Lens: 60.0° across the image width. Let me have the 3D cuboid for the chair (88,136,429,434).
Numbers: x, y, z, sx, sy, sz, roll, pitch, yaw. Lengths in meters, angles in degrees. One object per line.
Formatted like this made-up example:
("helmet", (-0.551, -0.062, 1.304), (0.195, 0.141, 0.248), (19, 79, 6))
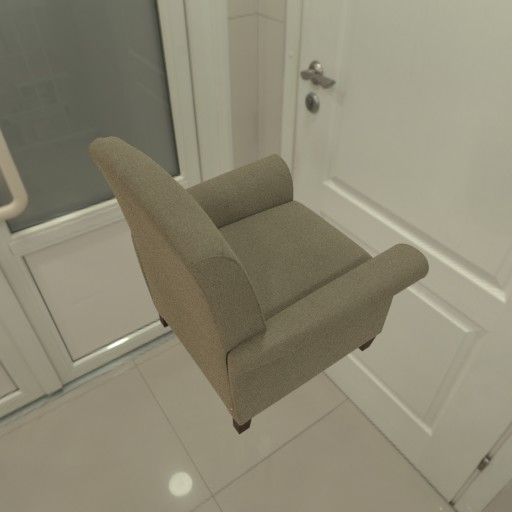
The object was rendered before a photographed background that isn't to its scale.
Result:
("chair", (0.000, 0.000, 1.780), (0.905, 1.061, 0.978), (-25, 48, -25))
